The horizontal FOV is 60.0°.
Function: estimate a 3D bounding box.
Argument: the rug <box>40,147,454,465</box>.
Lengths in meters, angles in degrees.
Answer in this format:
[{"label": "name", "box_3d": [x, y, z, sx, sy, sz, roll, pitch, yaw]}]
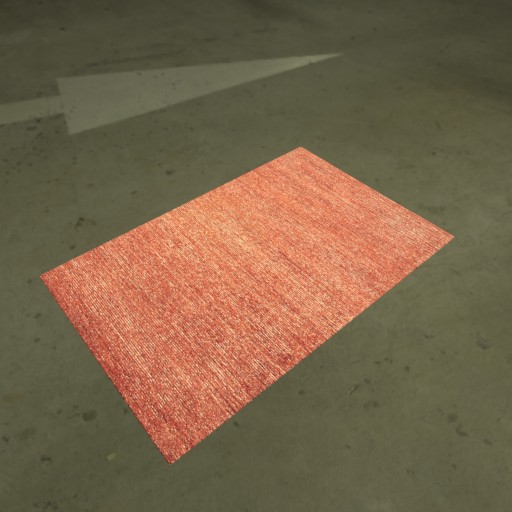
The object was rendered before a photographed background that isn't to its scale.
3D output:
[{"label": "rug", "box_3d": [0.000, 0.000, 2.207, 1.747, 0.011, 1.139, -31, 53, -27]}]
